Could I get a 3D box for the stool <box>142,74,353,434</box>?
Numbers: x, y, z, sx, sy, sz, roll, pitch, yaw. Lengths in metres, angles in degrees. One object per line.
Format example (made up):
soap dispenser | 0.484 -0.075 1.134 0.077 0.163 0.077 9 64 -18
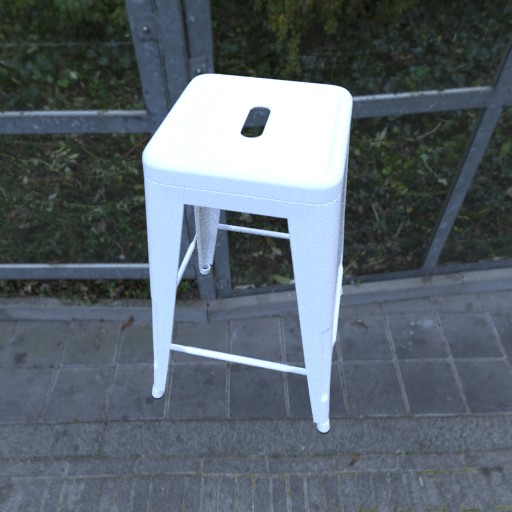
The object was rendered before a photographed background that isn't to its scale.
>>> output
stool | 0.000 0.000 0.892 0.406 0.610 0.406 9 47 8
